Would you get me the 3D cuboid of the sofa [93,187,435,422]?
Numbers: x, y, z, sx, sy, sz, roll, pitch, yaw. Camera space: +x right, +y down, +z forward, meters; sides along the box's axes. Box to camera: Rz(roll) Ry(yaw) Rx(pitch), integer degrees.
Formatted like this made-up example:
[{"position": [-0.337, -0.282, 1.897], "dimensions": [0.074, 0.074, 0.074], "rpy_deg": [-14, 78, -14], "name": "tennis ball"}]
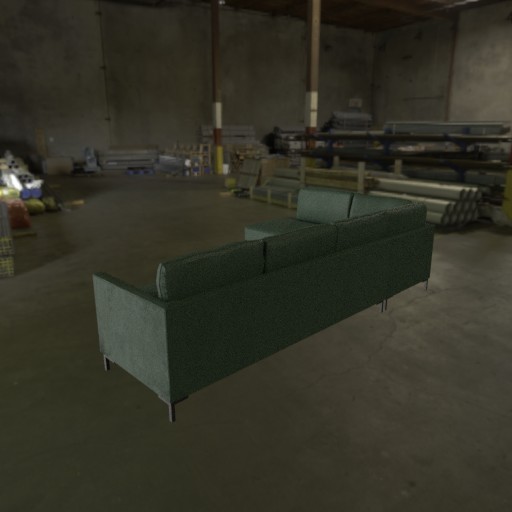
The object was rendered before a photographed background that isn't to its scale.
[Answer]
[{"position": [0.000, 0.000, 4.333], "dimensions": [3.384, 0.996, 2.048], "rpy_deg": [-15, 21, -42], "name": "sofa"}]
